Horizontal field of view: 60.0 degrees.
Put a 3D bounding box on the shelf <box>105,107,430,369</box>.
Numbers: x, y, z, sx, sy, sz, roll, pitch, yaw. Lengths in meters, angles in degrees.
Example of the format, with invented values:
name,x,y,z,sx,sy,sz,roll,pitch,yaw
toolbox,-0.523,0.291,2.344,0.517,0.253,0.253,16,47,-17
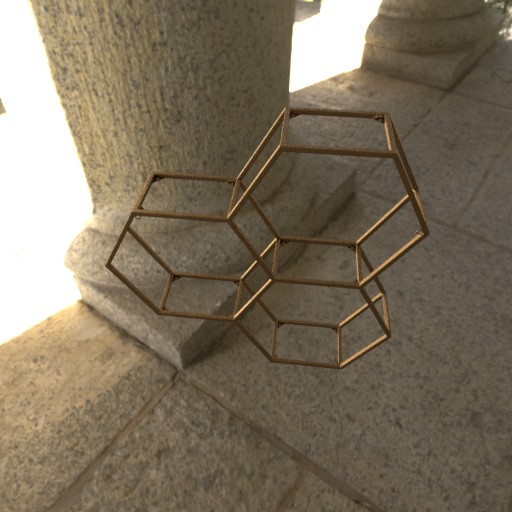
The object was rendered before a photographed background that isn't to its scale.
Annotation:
name,x,y,z,sx,sy,sz,roll,pitch,yaw
shelf,0.000,0.000,1.080,0.708,0.701,0.150,5,45,5
